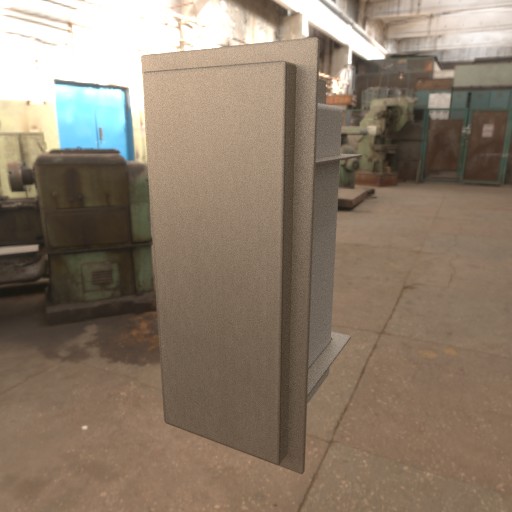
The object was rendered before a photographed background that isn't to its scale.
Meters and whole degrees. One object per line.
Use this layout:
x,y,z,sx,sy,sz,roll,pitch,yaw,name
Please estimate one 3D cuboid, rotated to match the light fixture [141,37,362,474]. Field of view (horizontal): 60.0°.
0.000,0.000,0.461,0.168,0.380,0.160,8,18,27,light fixture
